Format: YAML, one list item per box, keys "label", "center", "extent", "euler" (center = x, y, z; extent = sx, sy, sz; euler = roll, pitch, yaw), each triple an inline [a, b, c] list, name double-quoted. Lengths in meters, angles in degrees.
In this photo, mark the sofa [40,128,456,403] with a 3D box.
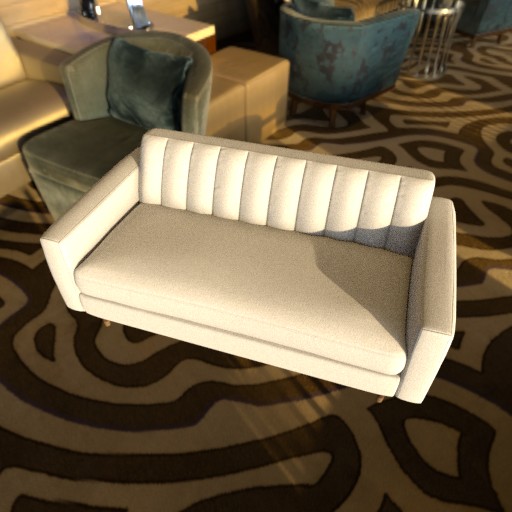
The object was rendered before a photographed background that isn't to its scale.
- label: "sofa"
  center: [0.000, 0.000, 2.358]
  extent: [1.895, 0.814, 0.969]
  euler: [12, 43, 13]
